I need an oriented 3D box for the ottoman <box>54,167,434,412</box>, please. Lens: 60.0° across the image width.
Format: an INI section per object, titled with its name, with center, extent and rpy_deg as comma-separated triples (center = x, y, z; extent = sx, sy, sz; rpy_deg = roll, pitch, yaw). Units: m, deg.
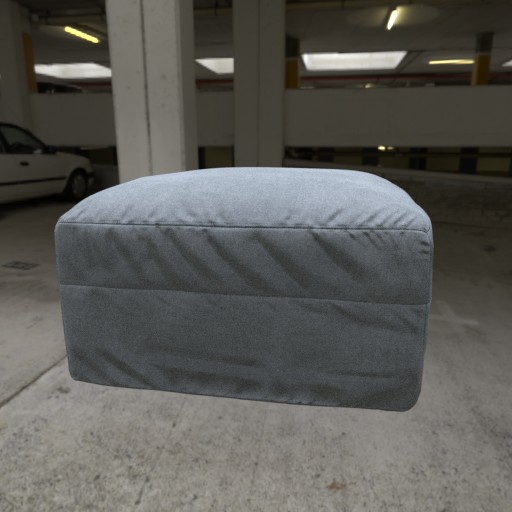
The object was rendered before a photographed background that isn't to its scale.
[ottoman]
center = 0.000, 0.000, 1.232
extent = 0.837, 0.481, 0.683
rpy_deg = 3, 15, 10
